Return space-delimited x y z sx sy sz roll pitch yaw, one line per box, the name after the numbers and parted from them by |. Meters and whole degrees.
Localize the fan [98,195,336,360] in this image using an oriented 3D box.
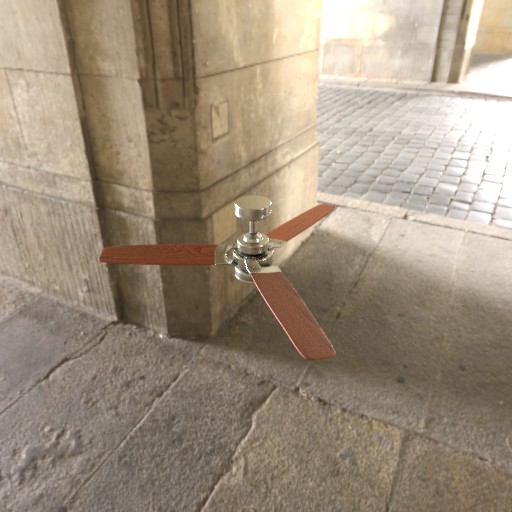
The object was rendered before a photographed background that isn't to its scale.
0.000 0.000 2.068 1.416 0.410 1.271 -10 32 -16 | fan
